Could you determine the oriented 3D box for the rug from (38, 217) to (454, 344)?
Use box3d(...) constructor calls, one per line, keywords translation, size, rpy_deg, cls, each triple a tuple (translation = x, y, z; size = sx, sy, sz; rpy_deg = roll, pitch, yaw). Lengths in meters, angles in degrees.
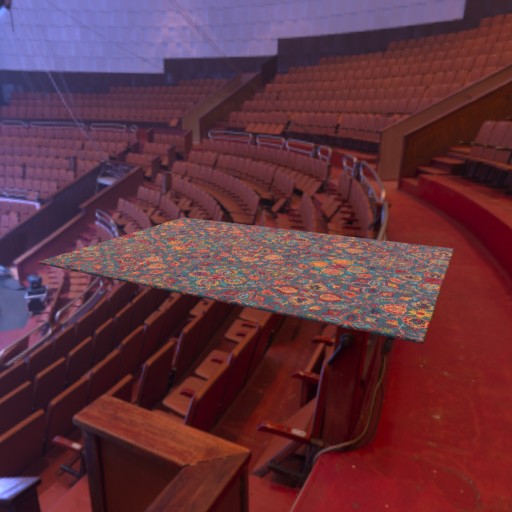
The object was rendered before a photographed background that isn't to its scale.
box3d(translation=(0.000, 0.000, 2.334), size=(1.836, 0.014, 1.216), rpy_deg=(9, 19, 26), cls="rug")
